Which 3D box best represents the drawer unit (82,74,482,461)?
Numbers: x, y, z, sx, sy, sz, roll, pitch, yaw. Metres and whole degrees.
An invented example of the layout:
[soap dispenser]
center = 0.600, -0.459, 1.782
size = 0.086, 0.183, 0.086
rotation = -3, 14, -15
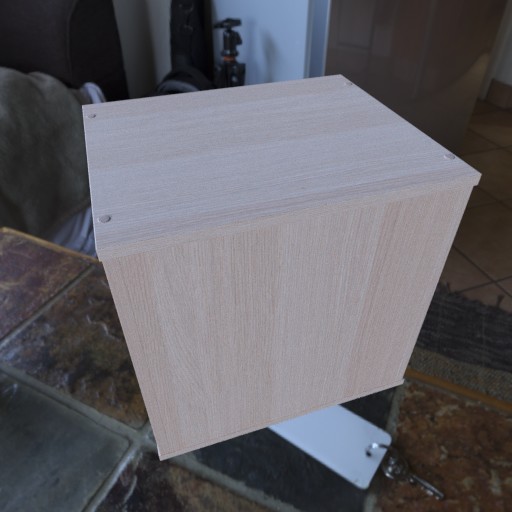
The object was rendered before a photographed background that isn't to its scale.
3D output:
[drawer unit]
center = 0.000, 0.000, 0.589
size = 0.349, 0.344, 0.290
rotation = -12, 42, -14
